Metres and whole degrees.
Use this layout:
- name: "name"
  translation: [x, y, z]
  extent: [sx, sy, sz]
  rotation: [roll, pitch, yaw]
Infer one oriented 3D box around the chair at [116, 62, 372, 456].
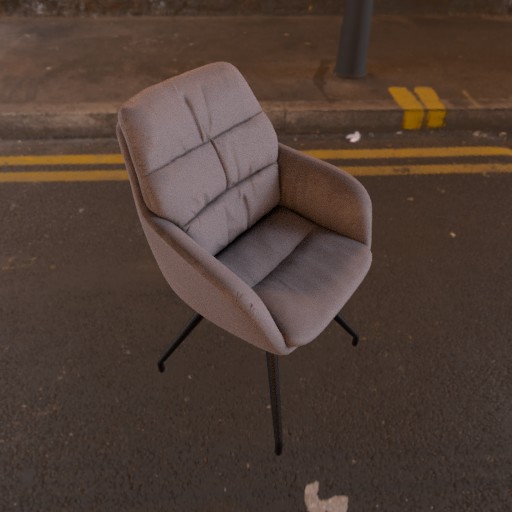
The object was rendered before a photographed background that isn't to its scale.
- name: "chair"
  translation: [0.000, 0.000, 1.238]
  extent: [0.569, 0.888, 0.579]
  rotation: [26, 47, 27]
